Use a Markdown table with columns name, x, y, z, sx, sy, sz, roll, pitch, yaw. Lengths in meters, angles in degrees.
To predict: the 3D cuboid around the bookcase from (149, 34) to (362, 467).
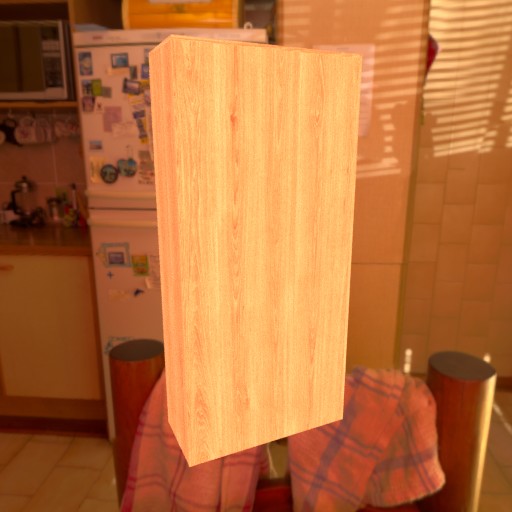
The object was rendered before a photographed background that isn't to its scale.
| name | x | y | z | sx | sy | sz | roll | pitch | yaw |
| --- | --- | --- | --- | --- | --- | --- | --- | --- | --- |
| bookcase | 0.000 | 0.000 | 2.394 | 0.950 | 2.020 | 0.420 | -7 | 16 | -25 |
